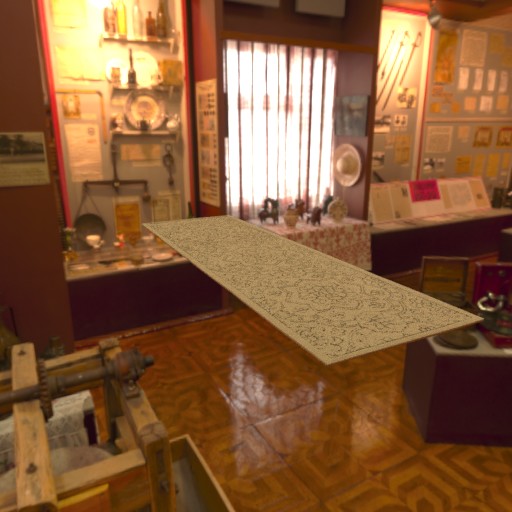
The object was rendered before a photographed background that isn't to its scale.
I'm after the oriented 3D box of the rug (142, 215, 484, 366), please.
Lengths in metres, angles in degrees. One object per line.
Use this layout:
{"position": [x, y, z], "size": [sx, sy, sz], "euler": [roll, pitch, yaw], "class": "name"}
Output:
{"position": [0.000, 0.000, 2.622], "size": [0.769, 0.012, 2.448], "euler": [-8, 18, -26], "class": "rug"}
